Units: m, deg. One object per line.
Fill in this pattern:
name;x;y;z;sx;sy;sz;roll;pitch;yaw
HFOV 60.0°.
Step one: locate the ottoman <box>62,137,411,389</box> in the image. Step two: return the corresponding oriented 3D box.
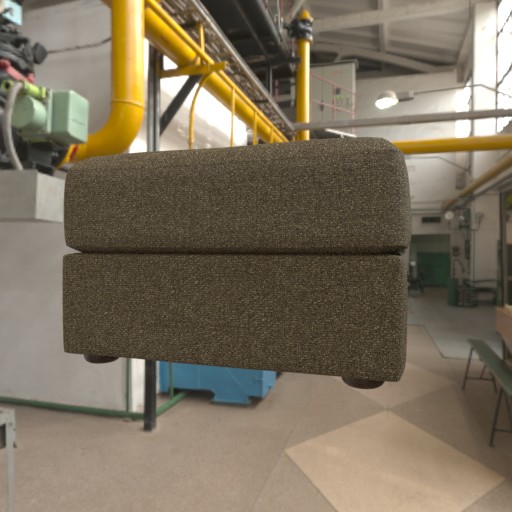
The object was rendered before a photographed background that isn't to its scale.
ottoman;0.000;0.000;1.127;0.742;0.476;0.598;0;1;18
